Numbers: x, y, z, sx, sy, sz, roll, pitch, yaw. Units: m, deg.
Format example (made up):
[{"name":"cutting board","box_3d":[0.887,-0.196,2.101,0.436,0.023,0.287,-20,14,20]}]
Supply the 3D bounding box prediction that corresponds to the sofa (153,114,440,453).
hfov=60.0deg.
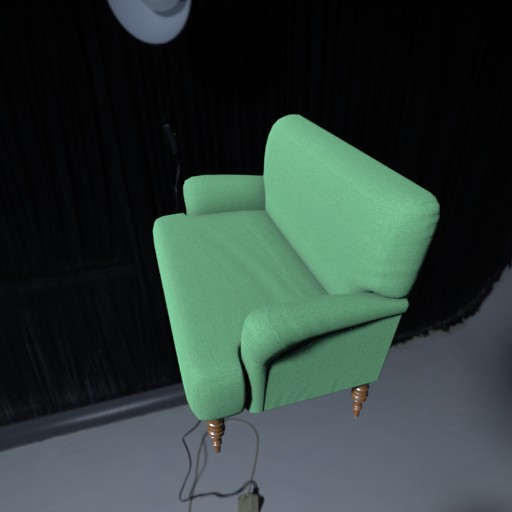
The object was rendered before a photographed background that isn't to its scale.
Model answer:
[{"name":"sofa","box_3d":[0.000,0.000,1.858,0.779,0.889,1.297,-8,31,-14]}]
